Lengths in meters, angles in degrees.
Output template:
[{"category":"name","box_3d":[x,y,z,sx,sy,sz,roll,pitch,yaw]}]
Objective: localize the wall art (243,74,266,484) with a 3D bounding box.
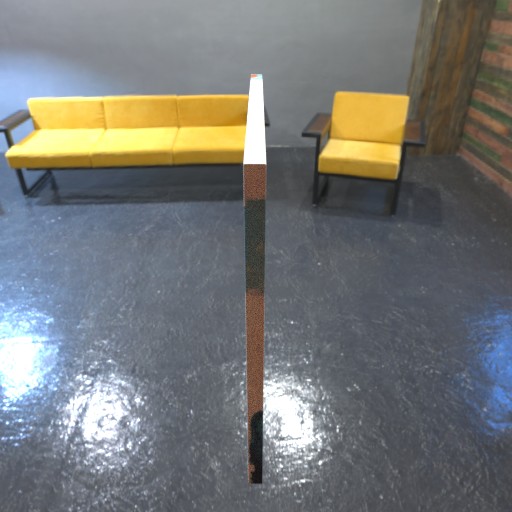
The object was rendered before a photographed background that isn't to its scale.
[{"category":"wall art","box_3d":[0.000,0.000,1.529,0.044,1.017,1.017,0,31,0]}]
